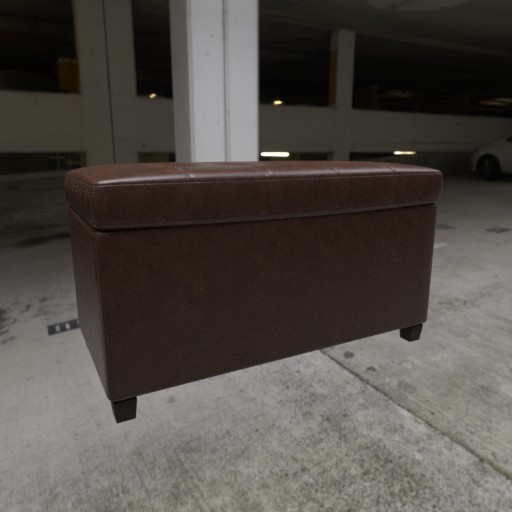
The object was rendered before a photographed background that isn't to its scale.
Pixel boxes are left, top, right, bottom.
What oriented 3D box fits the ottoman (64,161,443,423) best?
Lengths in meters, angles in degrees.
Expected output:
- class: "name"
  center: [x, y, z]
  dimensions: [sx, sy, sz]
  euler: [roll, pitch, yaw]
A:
- class: "ottoman"
  center: [0.000, 0.000, 1.130]
  dimensions: [0.838, 0.470, 0.432]
  euler: [-7, 15, -27]
